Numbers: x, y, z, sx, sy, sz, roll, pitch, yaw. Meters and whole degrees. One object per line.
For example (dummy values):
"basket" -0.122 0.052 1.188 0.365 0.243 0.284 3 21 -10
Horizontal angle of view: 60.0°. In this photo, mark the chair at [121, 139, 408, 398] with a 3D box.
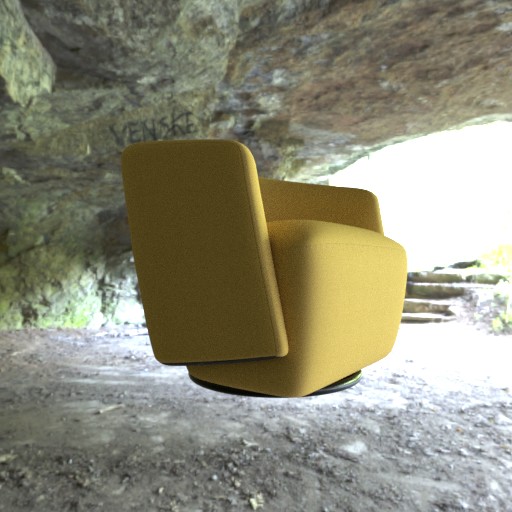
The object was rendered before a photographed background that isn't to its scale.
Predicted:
"chair" 0.000 0.000 1.357 0.767 0.698 0.773 -1 -2 36
